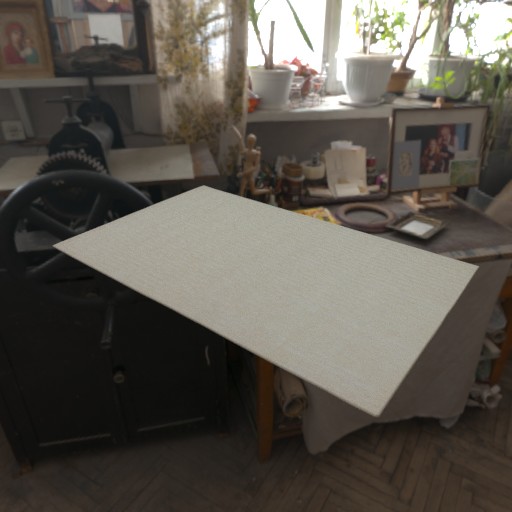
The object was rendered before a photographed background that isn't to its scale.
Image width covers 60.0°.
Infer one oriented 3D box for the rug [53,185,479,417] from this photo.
[{"bbox_3d":[0.000,0.000,2.965,2.441,0.014,1.531,21,35,32],"label":"rug"}]
